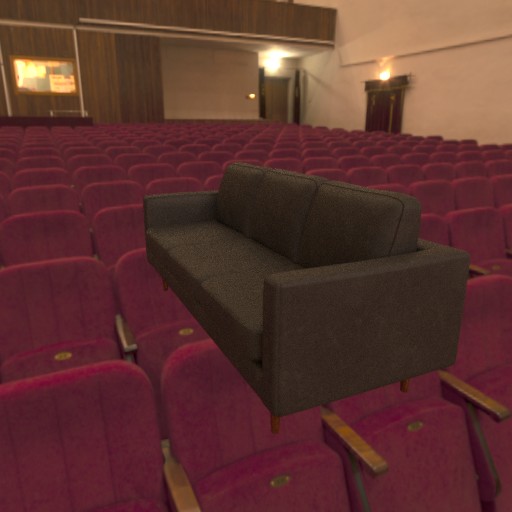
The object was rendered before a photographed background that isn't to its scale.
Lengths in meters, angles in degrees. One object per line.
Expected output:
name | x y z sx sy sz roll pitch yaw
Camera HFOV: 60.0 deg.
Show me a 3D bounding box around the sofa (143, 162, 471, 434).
sofa | 0.000 0.000 2.465 0.879 0.899 2.029 -8 18 -24
